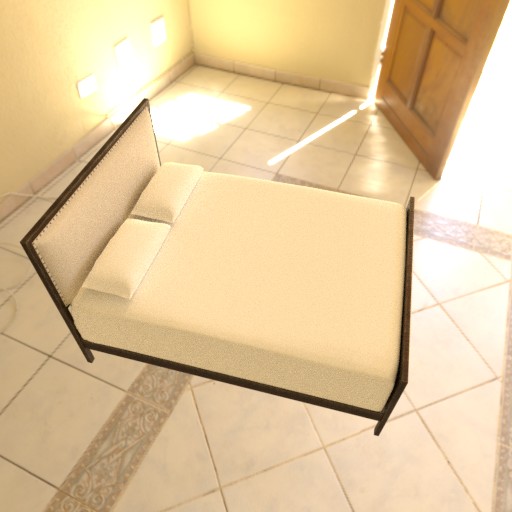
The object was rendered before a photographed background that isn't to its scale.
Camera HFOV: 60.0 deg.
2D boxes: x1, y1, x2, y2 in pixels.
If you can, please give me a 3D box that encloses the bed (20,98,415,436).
[{"bbox_3d":[0.000,0.000,3.212,2.221,1.313,1.607,11,49,10],"label":"bed"}]
